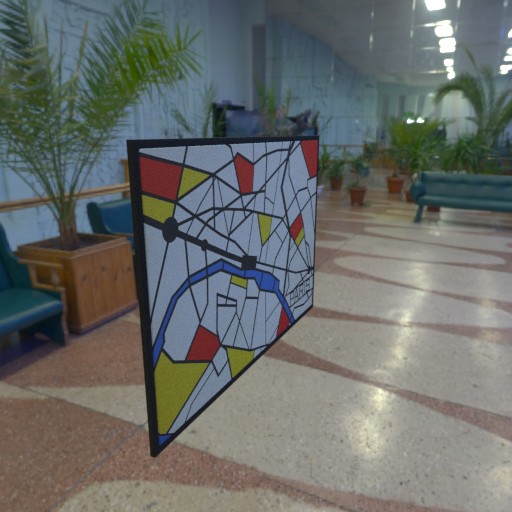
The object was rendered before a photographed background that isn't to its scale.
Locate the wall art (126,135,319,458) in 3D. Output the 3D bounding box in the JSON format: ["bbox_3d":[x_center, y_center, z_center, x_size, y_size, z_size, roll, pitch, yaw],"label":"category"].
[{"bbox_3d":[0.000,0.000,1.280,0.013,0.665,0.963,8,18,27],"label":"wall art"}]
